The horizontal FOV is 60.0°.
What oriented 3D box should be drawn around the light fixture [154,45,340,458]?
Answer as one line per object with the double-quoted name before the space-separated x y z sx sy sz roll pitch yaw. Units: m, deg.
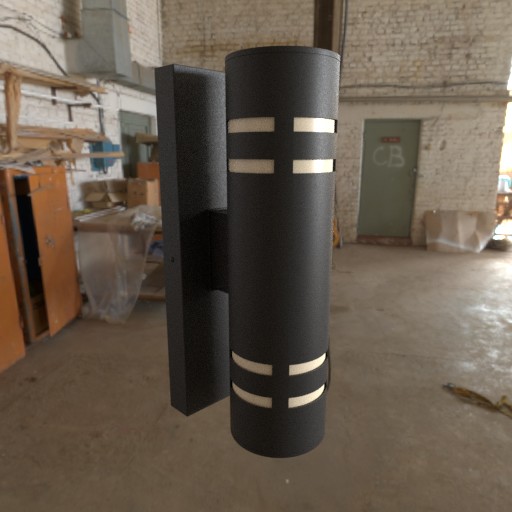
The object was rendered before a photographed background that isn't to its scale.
"light fixture" 0.000 0.000 0.409 0.105 0.330 0.149 -13 18 -43
